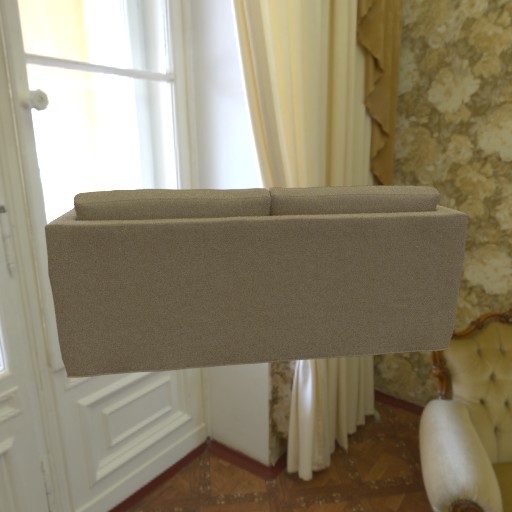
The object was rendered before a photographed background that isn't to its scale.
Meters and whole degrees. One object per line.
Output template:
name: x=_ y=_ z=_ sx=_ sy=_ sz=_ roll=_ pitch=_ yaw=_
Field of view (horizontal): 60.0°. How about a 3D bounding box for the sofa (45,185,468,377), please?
sofa: x=0.000 y=0.000 z=2.521 sx=1.987 sy=0.847 sz=0.956 roll=-2 pitch=15 yaw=-8
